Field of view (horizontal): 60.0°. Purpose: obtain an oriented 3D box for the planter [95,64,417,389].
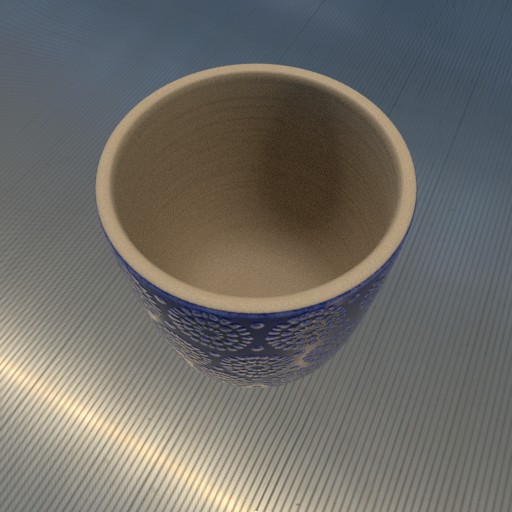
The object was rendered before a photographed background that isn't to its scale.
[{"bbox_3d":[0.000,0.000,0.340,0.184,0.206,0.184,0,60,0],"label":"planter"}]
